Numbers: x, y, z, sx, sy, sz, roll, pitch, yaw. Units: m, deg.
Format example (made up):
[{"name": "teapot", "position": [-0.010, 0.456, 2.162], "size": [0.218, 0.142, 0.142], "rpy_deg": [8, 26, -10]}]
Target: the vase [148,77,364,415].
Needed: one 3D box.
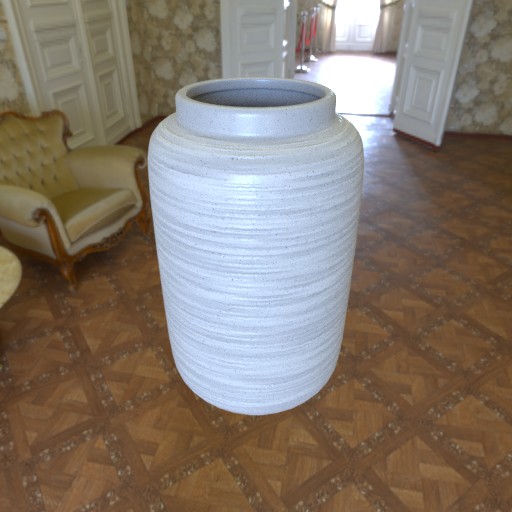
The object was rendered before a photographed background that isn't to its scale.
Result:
[{"name": "vase", "position": [0.000, 0.000, 0.470], "size": [0.202, 0.335, 0.202], "rpy_deg": [0, 31, 0]}]
